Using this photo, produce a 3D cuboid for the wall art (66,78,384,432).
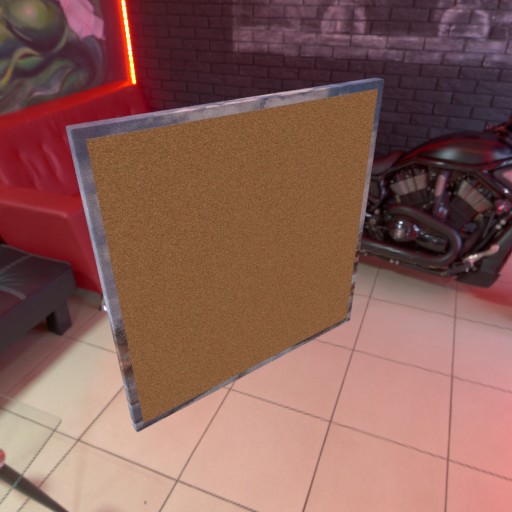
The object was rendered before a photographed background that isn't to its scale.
[{"bbox_3d":[0.000,0.000,1.485,1.010,1.020,0.040,-20,37,-30],"label":"wall art"}]
